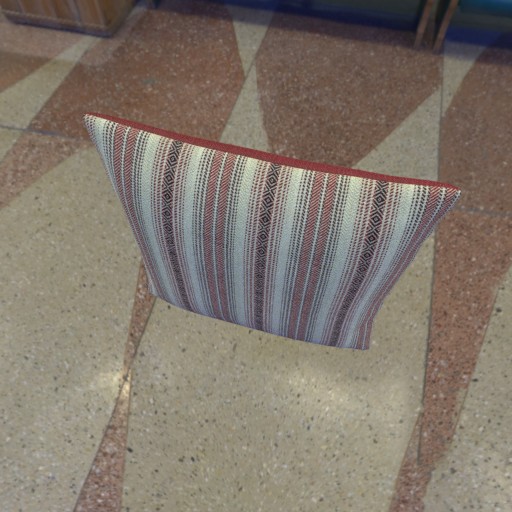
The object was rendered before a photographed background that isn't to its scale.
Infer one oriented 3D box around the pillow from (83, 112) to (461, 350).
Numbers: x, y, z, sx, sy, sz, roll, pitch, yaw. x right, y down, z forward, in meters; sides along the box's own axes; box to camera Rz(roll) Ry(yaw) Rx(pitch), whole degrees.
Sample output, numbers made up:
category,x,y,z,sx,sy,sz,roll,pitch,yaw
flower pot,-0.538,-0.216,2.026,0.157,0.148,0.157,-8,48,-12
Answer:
category,x,y,z,sx,sy,sz,roll,pitch,yaw
pillow,0.000,0.000,0.775,0.513,0.497,0.166,14,58,9
